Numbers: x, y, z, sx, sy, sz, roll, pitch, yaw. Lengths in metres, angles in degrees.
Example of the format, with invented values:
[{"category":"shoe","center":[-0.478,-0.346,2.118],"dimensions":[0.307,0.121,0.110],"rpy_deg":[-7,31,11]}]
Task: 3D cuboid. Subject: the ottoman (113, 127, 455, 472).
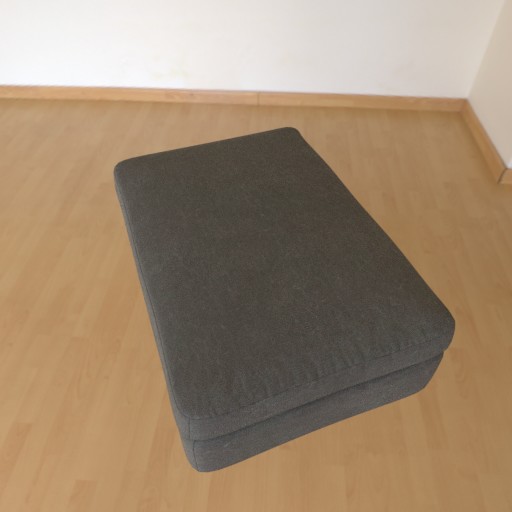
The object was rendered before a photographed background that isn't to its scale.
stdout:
[{"category":"ottoman","center":[0.000,0.000,1.616],"dimensions":[0.840,0.429,1.199],"rpy_deg":[-15,48,-14]}]
